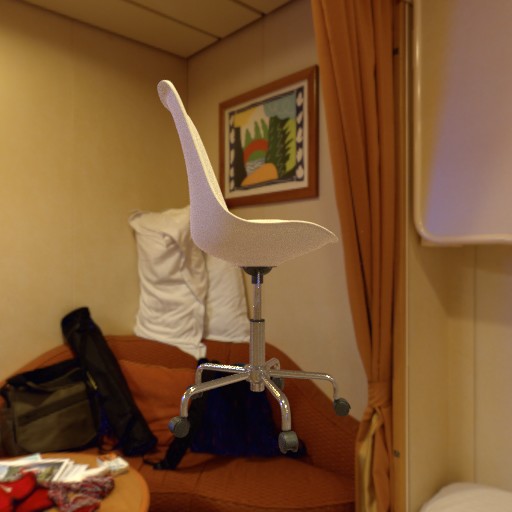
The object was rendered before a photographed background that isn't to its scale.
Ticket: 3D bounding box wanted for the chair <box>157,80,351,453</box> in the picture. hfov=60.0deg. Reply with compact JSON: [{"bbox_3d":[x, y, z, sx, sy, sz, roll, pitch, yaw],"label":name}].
[{"bbox_3d":[0.000,0.000,1.301,0.550,0.930,0.550,0,0,1],"label":"chair"}]
